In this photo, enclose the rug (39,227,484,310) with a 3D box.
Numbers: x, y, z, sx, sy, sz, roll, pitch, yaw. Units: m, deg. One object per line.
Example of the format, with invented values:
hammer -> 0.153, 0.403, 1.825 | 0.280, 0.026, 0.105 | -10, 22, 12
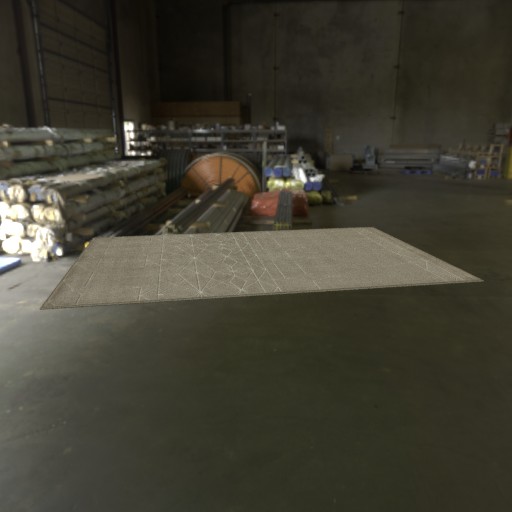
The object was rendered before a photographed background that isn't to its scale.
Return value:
rug -> 0.000, 0.000, 3.112 | 2.438, 0.012, 1.524 | -3, 16, -10
